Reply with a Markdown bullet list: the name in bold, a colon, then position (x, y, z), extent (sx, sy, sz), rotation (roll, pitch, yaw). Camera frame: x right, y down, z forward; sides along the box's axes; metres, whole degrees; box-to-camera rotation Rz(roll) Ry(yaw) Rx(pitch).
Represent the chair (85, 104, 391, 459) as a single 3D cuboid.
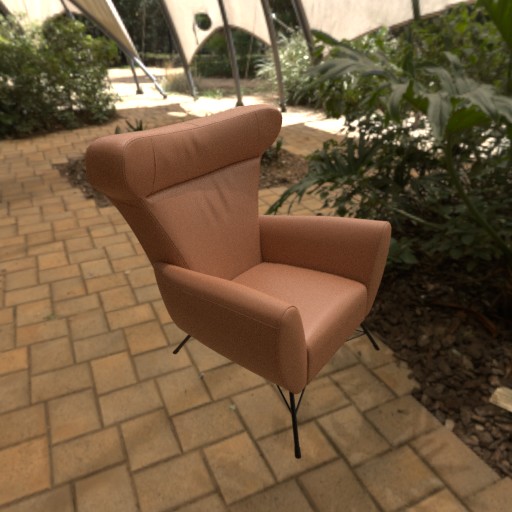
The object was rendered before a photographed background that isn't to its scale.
- **chair**: position (0.000, 0.000, 1.818), extent (0.900, 1.050, 0.980), rotation (18, 33, 31)
